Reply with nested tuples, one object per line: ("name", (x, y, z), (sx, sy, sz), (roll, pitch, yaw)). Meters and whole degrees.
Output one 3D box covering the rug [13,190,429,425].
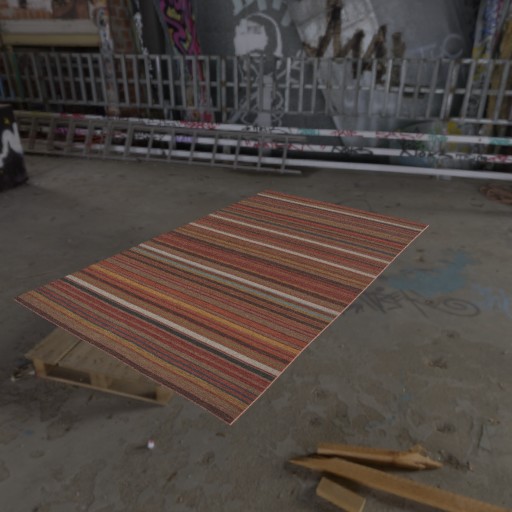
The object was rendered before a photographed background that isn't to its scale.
("rug", (0.000, 0.000, 2.915), (1.523, 0.008, 2.438), (18, 31, 32))
